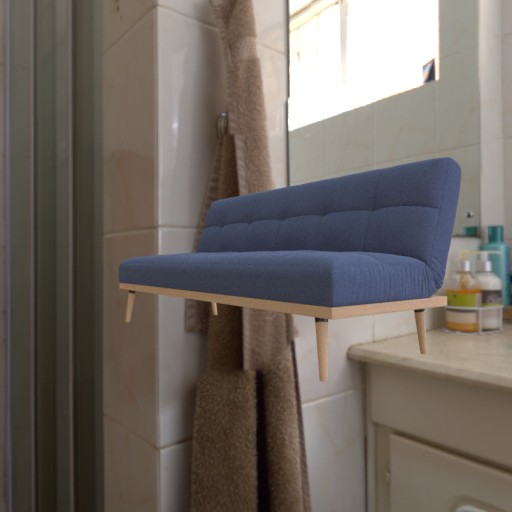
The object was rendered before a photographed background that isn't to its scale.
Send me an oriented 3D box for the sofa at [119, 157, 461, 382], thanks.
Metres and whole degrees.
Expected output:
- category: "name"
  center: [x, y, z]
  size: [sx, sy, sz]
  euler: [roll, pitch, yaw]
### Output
- category: "sofa"
  center: [0.000, 0.000, 2.278]
  size: [0.796, 0.800, 1.800]
  euler: [0, 0, -37]
